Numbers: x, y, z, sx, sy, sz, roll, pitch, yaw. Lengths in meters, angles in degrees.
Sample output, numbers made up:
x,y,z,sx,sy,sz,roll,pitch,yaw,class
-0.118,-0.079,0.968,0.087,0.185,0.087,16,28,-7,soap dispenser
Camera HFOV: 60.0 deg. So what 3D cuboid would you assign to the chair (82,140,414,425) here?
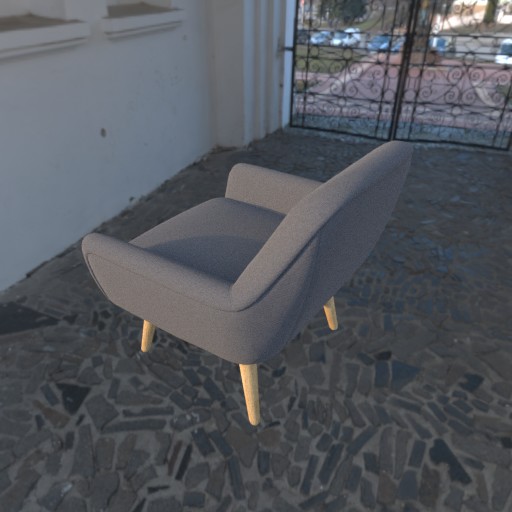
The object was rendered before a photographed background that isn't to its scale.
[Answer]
x,y,z,sx,sy,sz,roll,pitch,yaw,class
0.000,0.000,1.416,0.779,0.800,0.770,20,37,29,chair
